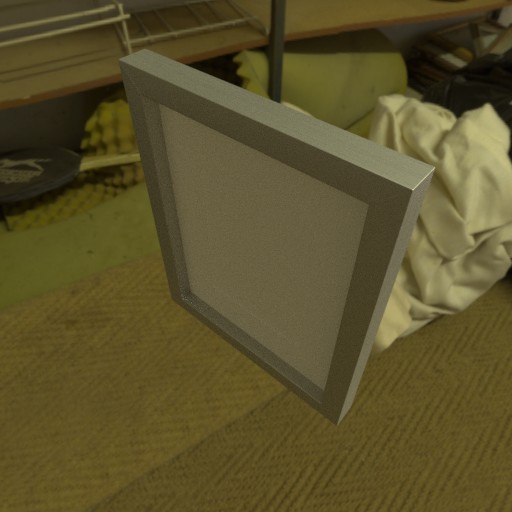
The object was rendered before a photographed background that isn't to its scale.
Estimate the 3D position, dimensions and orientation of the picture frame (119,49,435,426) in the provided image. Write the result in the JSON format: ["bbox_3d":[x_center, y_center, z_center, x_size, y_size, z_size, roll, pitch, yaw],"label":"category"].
[{"bbox_3d":[0.000,0.000,0.380,0.233,0.282,0.036,32,54,27],"label":"picture frame"}]
